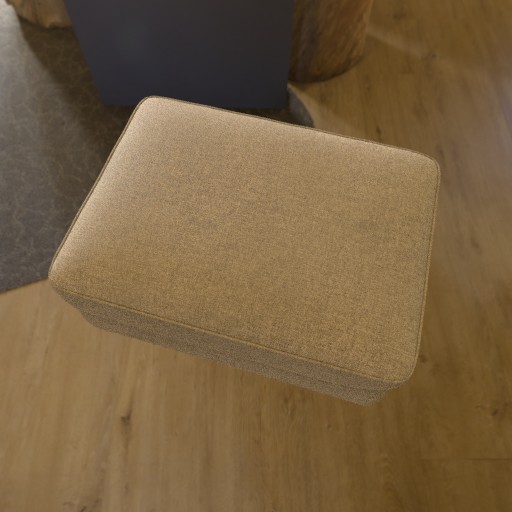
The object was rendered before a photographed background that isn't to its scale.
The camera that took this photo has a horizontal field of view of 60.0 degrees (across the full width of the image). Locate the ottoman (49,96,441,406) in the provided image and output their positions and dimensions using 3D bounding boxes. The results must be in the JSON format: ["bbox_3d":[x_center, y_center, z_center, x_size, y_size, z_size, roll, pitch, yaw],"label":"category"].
[{"bbox_3d":[0.000,0.000,1.317,0.889,0.561,0.661,14,64,7],"label":"ottoman"}]
